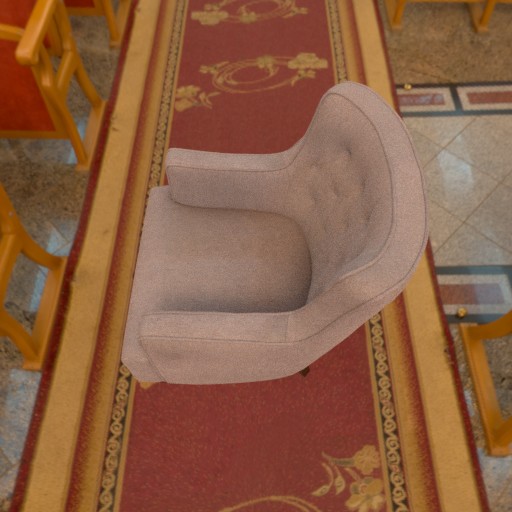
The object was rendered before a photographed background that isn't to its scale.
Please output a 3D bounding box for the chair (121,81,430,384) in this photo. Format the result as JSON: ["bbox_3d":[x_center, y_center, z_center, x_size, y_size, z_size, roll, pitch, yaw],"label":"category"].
[{"bbox_3d":[0.000,0.000,1.576,0.910,0.919,0.781,1,59,0],"label":"chair"}]
